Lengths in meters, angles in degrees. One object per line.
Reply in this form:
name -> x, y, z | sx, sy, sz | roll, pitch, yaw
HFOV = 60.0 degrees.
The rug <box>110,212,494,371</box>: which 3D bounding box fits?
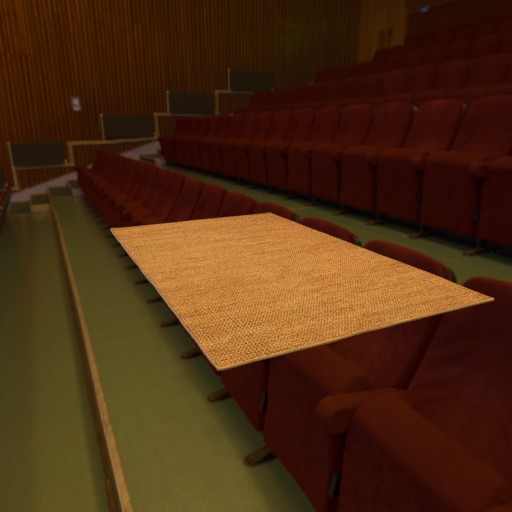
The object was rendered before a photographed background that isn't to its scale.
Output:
rug -> 0.000, 0.000, 2.987 | 1.521, 0.034, 2.438 | -8, 19, -25
